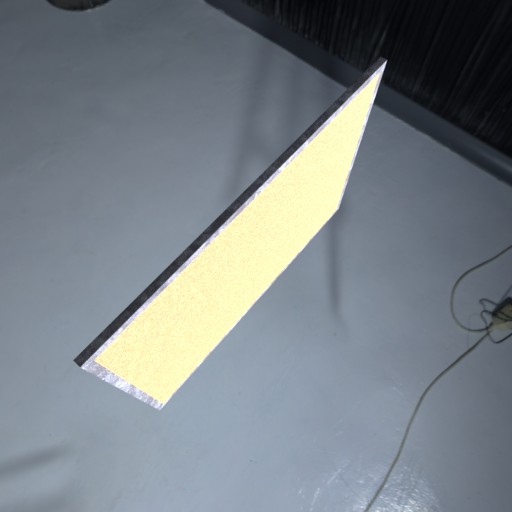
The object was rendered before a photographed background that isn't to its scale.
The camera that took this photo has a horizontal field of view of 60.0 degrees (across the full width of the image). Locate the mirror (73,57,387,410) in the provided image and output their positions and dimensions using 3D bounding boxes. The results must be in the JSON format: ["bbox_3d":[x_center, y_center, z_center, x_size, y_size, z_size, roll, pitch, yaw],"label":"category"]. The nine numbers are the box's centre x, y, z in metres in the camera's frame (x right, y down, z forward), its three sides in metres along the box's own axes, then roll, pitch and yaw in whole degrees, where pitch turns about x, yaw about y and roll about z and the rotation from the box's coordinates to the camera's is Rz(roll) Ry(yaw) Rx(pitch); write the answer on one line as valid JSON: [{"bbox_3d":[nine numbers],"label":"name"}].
[{"bbox_3d":[0.000,0.000,1.415,0.022,0.795,1.101,37,70,16],"label":"mirror"}]
